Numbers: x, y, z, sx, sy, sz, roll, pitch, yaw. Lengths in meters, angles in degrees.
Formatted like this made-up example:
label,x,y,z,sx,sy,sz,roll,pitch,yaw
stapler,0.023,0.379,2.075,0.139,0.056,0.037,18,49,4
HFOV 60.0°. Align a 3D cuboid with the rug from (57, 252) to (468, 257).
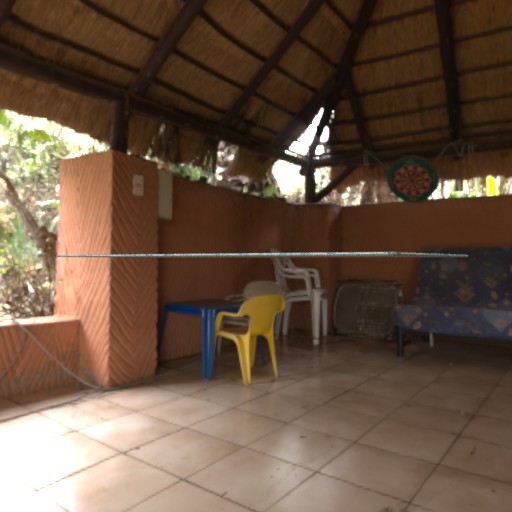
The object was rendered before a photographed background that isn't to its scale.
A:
label,x,y,z,sx,sy,sz,roll,pitch,yaw
rug,0.000,0.000,3.087,2.438,0.015,1.524,0,0,36
